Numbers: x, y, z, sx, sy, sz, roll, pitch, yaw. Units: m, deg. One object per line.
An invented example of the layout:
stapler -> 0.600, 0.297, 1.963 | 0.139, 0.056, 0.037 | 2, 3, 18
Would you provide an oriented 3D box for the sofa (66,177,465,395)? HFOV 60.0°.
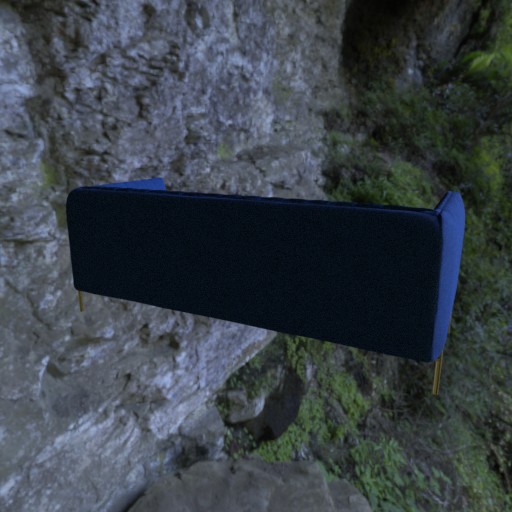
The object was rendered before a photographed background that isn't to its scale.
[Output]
sofa -> 0.000, 0.000, 2.572 | 2.136, 0.793, 0.896 | 7, 17, 26
